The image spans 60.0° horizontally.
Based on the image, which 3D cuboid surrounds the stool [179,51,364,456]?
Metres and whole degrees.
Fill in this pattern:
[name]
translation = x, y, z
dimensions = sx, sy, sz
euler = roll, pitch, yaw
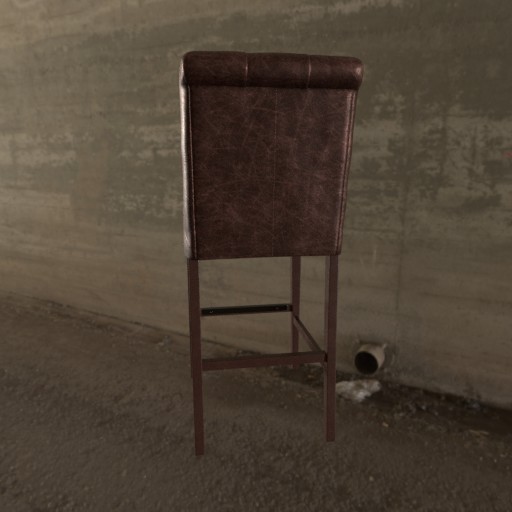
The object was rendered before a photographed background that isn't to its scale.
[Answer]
[stool]
translation = 0.000, 0.000, 1.511
dimensions = 0.483, 1.168, 0.659
euler = -2, 13, -9
